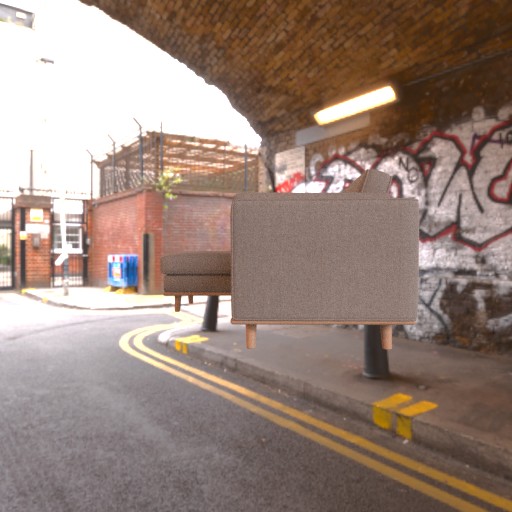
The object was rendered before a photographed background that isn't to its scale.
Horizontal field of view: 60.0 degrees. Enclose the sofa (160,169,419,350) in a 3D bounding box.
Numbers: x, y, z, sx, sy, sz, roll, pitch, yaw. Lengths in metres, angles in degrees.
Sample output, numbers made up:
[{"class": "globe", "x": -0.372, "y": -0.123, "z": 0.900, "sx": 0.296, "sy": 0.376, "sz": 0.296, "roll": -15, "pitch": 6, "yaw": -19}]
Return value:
[{"class": "sofa", "x": 0.000, "y": 0.000, "z": 3.232, "sx": 1.604, "sy": 0.929, "sz": 2.411, "roll": 0, "pitch": 0, "yaw": 2}]
